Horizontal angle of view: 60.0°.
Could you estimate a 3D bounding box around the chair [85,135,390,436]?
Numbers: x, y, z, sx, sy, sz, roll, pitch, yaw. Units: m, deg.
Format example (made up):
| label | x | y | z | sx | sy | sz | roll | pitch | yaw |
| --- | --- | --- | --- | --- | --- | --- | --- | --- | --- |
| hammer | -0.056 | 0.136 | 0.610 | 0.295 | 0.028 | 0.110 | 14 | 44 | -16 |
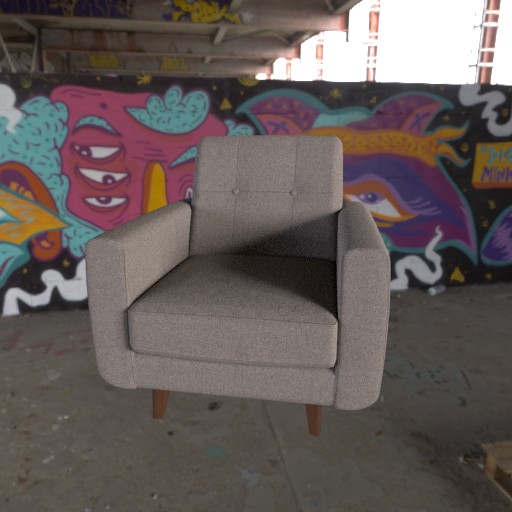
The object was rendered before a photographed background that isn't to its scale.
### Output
| label | x | y | z | sx | sy | sz | roll | pitch | yaw |
| --- | --- | --- | --- | --- | --- | --- | --- | --- | --- |
| chair | 0.000 | 0.000 | 1.585 | 0.831 | 0.839 | 0.907 | 2 | 15 | 9 |
